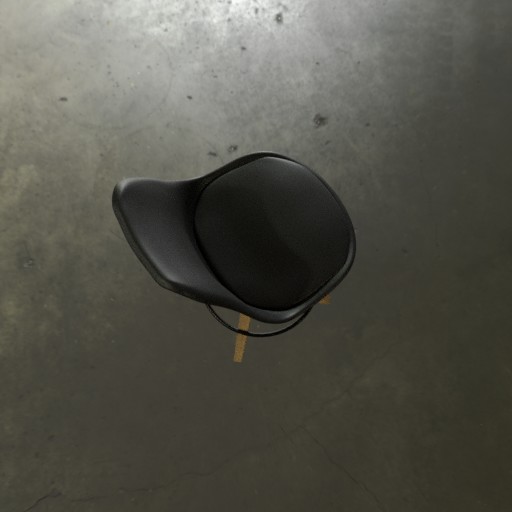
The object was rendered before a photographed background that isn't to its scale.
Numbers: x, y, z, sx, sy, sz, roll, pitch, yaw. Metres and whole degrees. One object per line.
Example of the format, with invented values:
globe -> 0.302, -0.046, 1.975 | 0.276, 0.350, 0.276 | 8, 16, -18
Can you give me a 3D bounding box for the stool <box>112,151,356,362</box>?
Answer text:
stool -> 0.000, 0.000, 1.387 | 0.550, 1.115, 0.485 | -32, 76, -9
